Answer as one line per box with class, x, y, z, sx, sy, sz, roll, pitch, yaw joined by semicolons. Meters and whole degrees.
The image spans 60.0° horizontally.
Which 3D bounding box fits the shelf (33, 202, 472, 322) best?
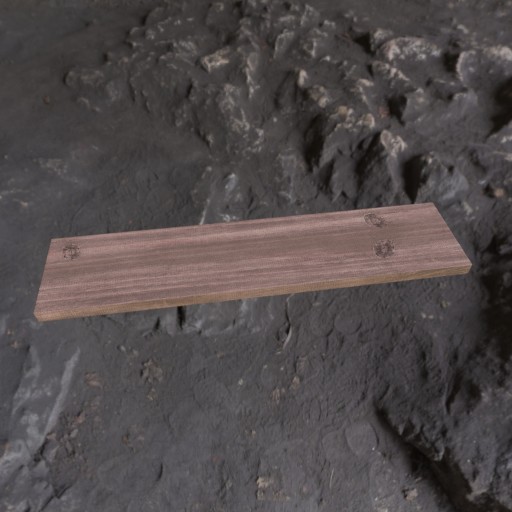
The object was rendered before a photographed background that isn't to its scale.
shelf;0.000;0.000;0.664;0.610;0.020;0.140;-6;47;-6
